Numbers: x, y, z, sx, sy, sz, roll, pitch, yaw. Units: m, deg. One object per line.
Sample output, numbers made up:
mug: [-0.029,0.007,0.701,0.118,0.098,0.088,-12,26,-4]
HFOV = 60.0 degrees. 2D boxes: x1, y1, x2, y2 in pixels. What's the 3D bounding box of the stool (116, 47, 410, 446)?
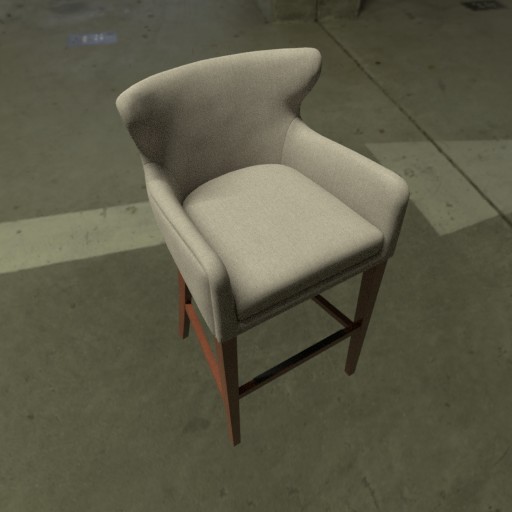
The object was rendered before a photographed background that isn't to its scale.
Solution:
stool: [0.000,0.000,1.370,0.575,1.047,0.575,-24,50,-22]
